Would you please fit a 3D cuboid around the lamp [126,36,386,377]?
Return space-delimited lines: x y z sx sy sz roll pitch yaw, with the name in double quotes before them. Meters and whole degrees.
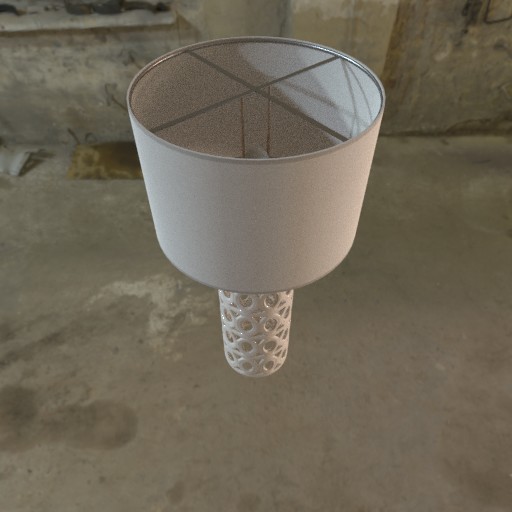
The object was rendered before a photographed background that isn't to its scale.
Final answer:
"lamp" 0.000 0.000 0.799 0.325 0.636 0.324 -32 54 -26
